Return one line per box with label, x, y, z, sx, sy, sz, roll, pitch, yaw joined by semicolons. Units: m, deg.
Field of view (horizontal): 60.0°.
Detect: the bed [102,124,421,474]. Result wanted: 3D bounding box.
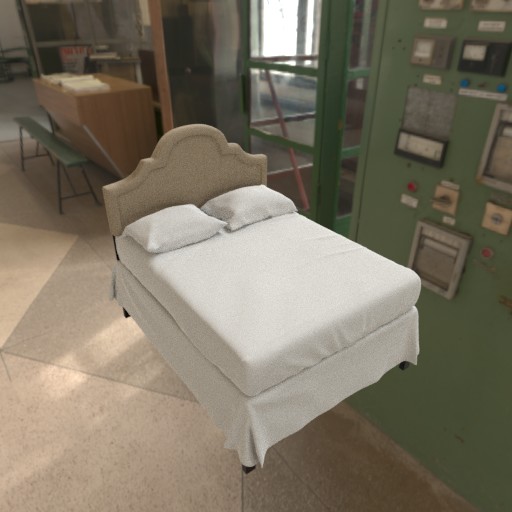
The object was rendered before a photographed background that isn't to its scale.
bed;0.000;0.000;3.417;1.780;1.634;2.222;-20;35;-31
